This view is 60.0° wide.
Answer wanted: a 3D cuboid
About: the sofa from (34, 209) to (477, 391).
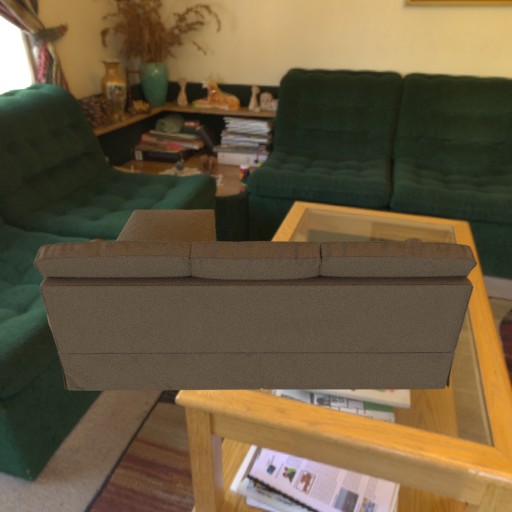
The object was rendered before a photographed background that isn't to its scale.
[{"bbox_3d":[0.000,0.000,3.292,2.475,0.978,1.733,0,29,0],"label":"sofa"}]
